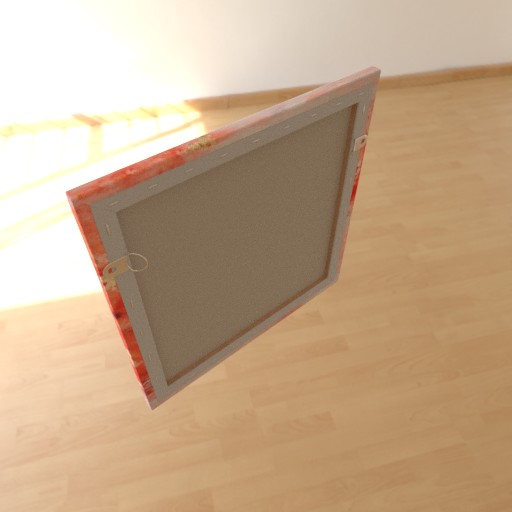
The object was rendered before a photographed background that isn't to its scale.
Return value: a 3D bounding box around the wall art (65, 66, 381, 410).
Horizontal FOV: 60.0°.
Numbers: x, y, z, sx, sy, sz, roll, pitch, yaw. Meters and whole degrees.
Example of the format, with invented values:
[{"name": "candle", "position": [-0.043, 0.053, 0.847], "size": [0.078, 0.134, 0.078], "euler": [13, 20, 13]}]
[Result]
[{"name": "wall art", "position": [0.000, 0.000, 1.321], "size": [0.878, 0.878, 0.066], "euler": [-31, 53, -26]}]
